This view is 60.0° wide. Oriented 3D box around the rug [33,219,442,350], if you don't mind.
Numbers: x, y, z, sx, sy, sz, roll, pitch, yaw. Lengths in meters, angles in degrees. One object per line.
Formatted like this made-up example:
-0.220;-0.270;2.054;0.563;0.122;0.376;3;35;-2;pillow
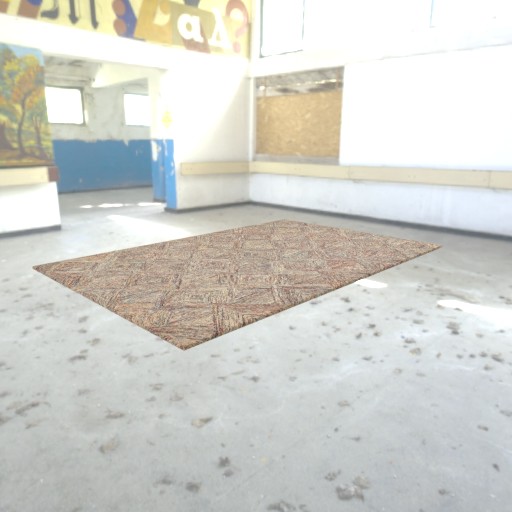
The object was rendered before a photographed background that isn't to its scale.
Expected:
0.000;0.000;2.928;1.523;0.019;2.285;14;20;43;rug
